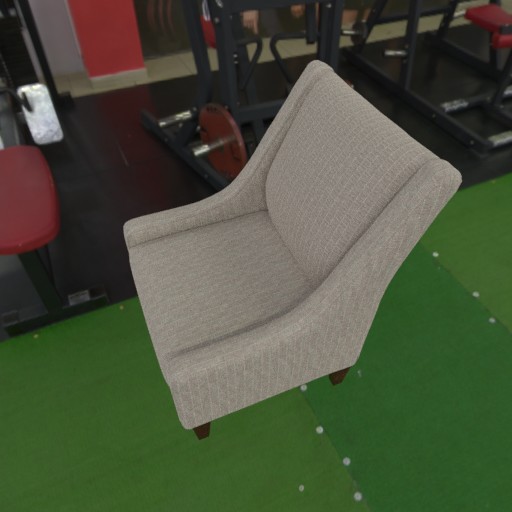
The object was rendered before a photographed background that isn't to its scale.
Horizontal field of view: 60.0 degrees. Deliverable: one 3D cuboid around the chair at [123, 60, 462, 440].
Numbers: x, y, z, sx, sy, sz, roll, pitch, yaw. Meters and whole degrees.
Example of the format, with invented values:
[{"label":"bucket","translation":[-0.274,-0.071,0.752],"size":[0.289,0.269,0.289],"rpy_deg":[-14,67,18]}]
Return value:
[{"label":"chair","translation":[0.000,0.000,1.610],"size":[0.870,1.014,0.774],"rpy_deg":[-17,49,-15]}]
